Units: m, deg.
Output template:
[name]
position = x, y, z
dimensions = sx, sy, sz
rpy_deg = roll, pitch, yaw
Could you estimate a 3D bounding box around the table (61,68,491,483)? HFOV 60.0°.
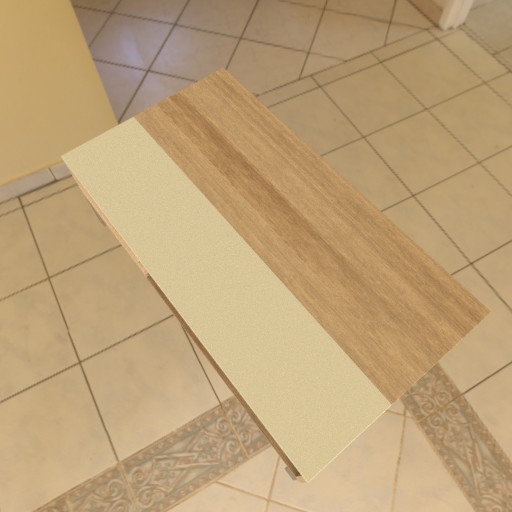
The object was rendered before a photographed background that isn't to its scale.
[table]
position = 0.000, 0.000, 1.354
dimensions = 0.600, 0.350, 1.100
rpy_deg = -35, 68, -16
